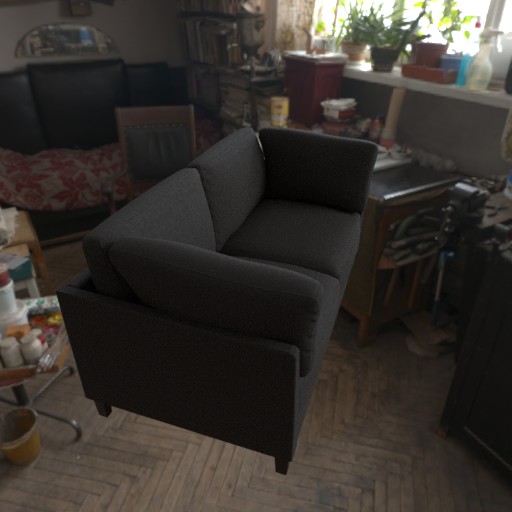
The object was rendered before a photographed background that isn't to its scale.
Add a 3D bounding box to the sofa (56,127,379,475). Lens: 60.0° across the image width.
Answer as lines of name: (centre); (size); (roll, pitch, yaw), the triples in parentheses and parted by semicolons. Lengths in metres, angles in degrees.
sofa: (0.000, 0.000, 2.291); (0.969, 0.920, 1.751); (10, 32, 17)
